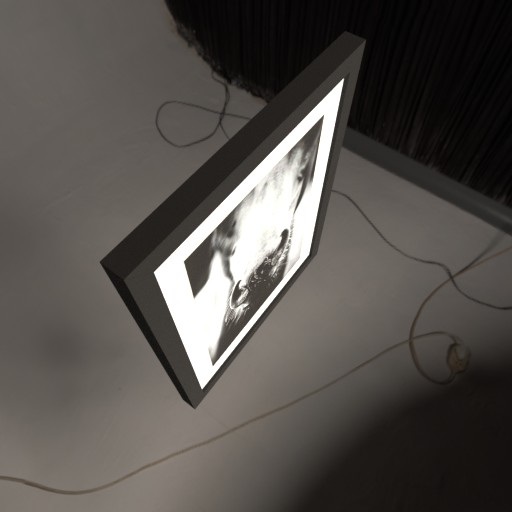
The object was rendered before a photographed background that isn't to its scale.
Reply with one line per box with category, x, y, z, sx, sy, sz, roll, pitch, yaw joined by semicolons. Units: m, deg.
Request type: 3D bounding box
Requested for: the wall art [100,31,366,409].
wall art;0.000;0.000;0.541;0.024;0.404;0.329;32;64;18
